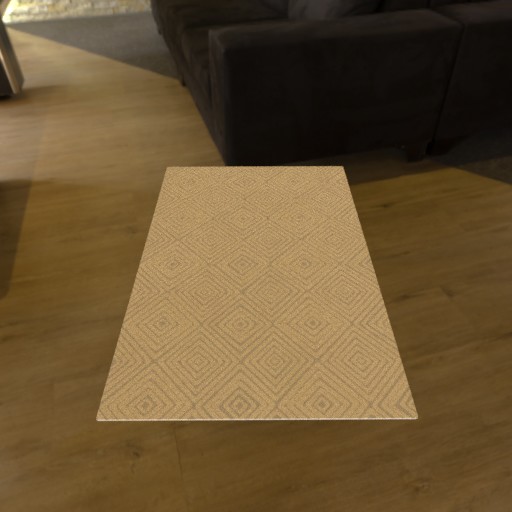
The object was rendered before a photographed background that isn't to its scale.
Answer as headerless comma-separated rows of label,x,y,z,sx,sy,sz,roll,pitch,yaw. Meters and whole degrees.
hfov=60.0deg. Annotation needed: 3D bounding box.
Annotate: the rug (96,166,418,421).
rug,0.000,0.000,2.229,1.143,0.008,1.753,0,41,0
